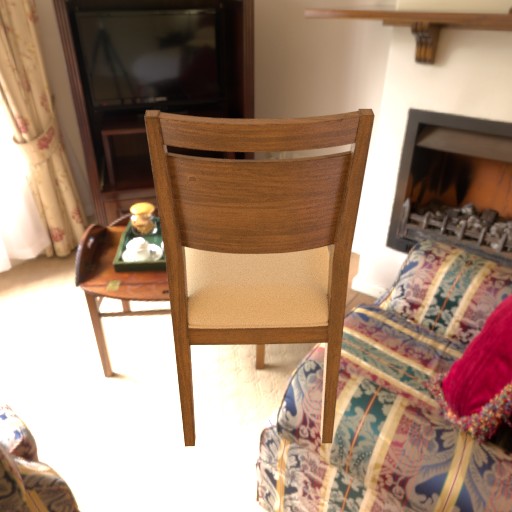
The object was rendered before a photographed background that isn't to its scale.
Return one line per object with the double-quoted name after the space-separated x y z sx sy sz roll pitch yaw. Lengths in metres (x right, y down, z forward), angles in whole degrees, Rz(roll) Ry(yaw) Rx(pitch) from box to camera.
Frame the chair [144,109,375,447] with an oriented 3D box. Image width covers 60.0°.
0.000 0.000 1.289 0.497 0.939 0.610 -1 31 -1 "chair"
